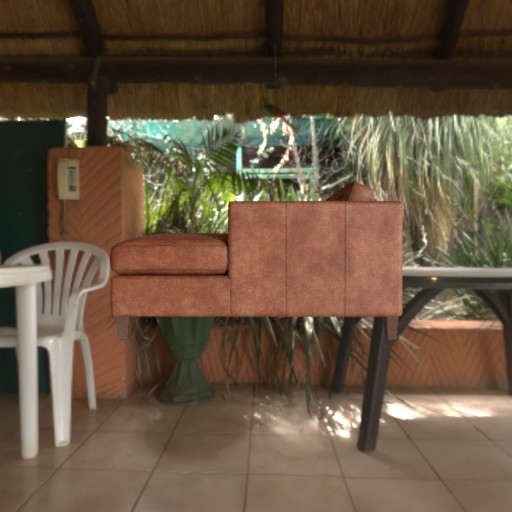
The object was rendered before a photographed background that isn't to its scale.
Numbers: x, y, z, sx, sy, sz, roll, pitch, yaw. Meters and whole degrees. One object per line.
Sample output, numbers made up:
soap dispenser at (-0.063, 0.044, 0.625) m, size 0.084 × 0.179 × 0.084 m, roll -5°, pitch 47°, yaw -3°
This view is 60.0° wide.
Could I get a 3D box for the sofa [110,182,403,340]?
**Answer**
sofa at (0.000, 0.000, 3.947) m, size 1.581 × 0.883 × 3.203 m, roll 0°, pitch 0°, yaw 0°
